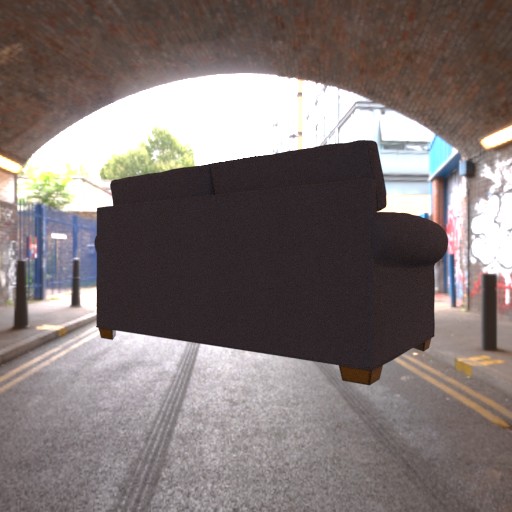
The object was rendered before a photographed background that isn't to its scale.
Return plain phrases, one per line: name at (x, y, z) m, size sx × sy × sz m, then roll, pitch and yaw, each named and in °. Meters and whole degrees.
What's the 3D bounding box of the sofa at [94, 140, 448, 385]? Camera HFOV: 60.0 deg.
sofa at (0.000, 0.000, 2.634) m, size 2.009 × 1.031 × 0.951 m, roll 0°, pitch 0°, yaw 36°
